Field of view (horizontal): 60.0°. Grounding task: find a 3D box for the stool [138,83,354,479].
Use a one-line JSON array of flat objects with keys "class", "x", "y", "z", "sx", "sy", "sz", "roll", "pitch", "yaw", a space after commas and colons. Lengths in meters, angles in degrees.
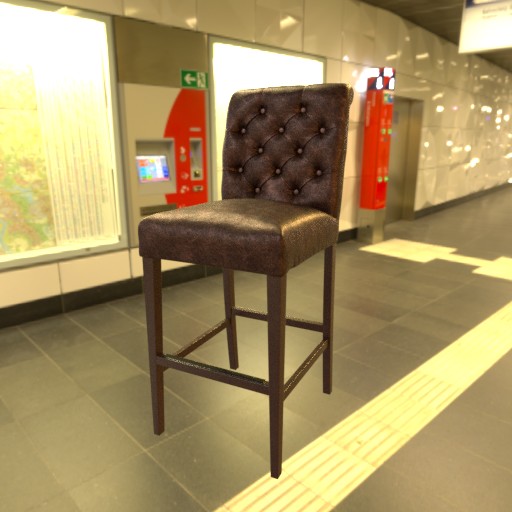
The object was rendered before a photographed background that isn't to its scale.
[{"class": "stool", "x": 0.000, "y": 0.000, "z": 1.536, "sx": 0.483, "sy": 1.168, "sz": 0.659, "roll": 7, "pitch": 16, "yaw": 26}]
